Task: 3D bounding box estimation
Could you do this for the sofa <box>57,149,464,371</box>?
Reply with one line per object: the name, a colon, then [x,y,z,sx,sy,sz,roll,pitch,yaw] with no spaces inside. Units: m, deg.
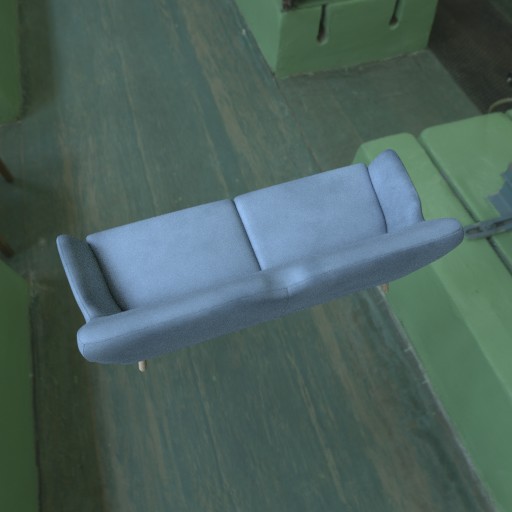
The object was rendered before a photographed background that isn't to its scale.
sofa: [0.000,0.000,2.319,1.870,0.810,0.850,-16,60,-10]
